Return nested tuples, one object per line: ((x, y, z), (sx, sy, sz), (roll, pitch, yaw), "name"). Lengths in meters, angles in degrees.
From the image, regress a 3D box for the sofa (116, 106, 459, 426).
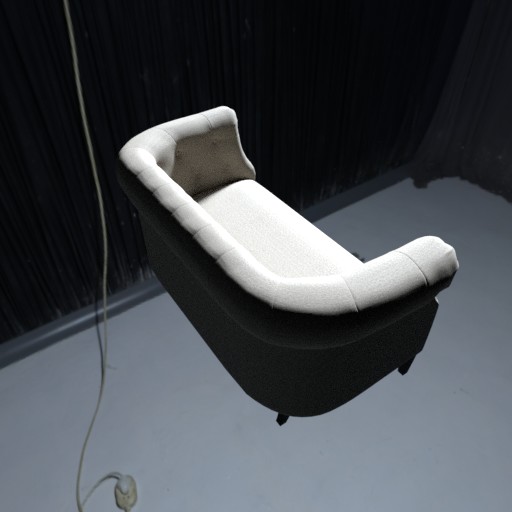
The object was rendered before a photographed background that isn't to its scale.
((0.000, 0.000, 2.052), (0.835, 0.827, 1.558), (-24, 46, -25), "sofa")
